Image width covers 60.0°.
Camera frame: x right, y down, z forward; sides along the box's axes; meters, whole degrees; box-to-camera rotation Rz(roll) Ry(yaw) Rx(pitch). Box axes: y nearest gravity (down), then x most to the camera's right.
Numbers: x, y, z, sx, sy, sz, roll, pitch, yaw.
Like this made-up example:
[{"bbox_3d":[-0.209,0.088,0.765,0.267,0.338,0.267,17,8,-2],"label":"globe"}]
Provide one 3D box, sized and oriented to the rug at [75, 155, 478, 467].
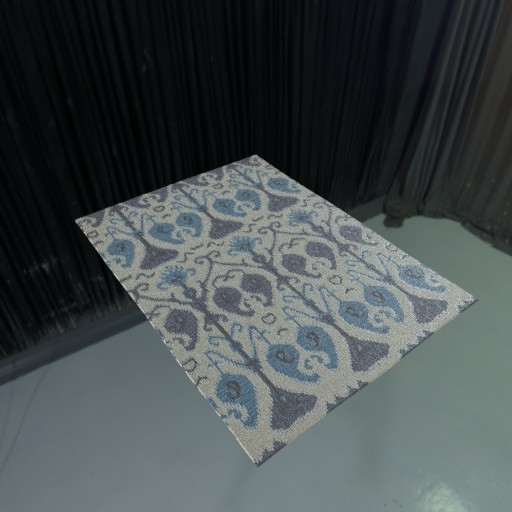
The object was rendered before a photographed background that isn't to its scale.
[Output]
[{"bbox_3d":[0.000,0.000,2.983,1.676,0.013,2.261,-26,47,-27],"label":"rug"}]
